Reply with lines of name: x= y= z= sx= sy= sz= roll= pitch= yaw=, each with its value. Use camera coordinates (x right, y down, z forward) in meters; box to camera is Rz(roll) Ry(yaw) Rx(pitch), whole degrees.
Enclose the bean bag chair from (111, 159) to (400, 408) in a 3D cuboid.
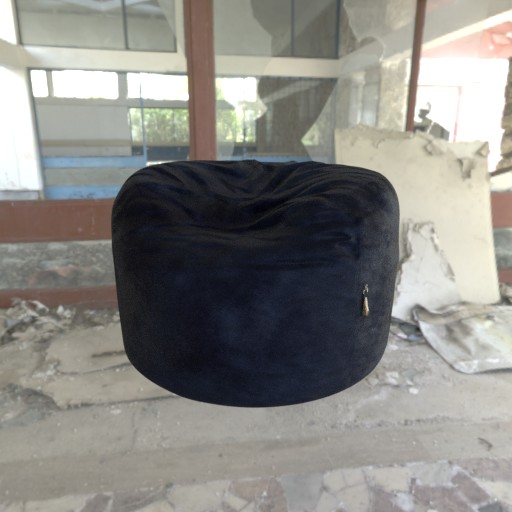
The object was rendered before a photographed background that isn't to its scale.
bean bag chair: x=0.000 y=0.000 z=1.497 sx=0.918 sy=0.616 sz=0.918 roll=0 pitch=16 yaw=0
